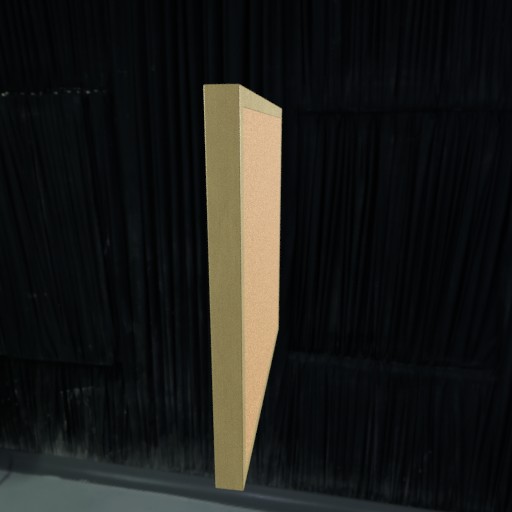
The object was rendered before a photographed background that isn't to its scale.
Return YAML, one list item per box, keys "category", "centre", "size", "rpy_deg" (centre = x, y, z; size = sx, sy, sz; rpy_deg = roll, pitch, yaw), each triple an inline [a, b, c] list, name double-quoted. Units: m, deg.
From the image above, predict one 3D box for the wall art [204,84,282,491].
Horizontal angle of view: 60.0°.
- category: "wall art"
  centre: [0.000, 0.000, 0.766]
  size: [0.038, 0.508, 0.508]
  rpy_deg: [2, 16, 8]
